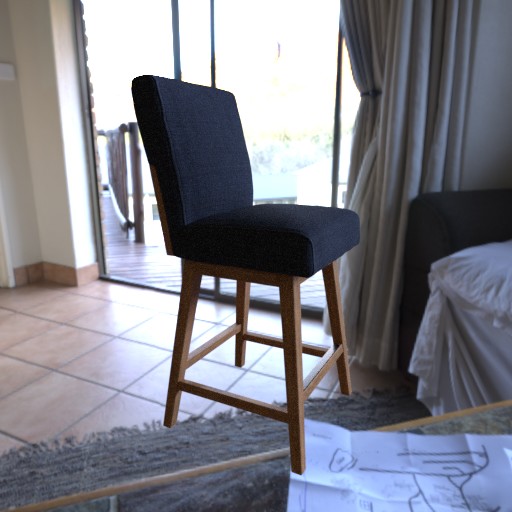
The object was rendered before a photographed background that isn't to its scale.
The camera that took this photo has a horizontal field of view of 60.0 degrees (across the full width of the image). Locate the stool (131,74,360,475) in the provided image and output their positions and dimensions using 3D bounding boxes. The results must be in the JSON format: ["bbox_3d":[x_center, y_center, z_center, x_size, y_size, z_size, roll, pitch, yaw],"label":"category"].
[{"bbox_3d":[0.000,0.000,1.333,0.526,1.010,0.459,7,15,27],"label":"stool"}]
